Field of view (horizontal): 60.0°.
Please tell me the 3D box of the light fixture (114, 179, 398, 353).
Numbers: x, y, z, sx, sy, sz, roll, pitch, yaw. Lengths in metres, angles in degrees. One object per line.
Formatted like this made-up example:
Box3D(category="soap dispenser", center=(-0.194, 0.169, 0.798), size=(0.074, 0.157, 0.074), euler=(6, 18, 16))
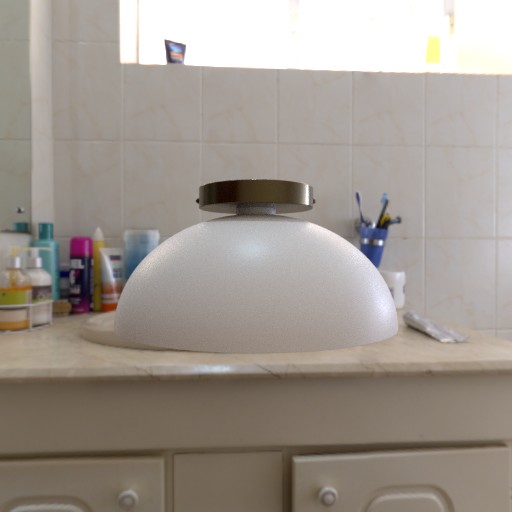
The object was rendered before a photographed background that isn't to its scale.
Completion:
Box3D(category="light fixture", center=(0.000, 0.000, 0.580), size=(0.355, 0.177, 0.355), euler=(0, 0, 0))
